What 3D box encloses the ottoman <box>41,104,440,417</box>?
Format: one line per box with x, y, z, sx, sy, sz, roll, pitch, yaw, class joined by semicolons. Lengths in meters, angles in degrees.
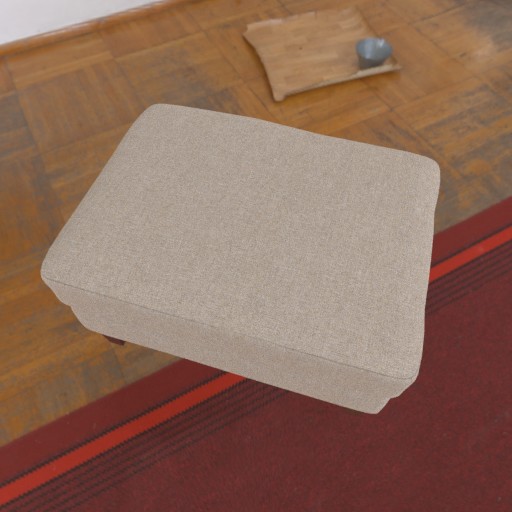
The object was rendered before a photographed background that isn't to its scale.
0.000;0.000;1.302;0.898;0.519;0.677;14;58;9;ottoman
